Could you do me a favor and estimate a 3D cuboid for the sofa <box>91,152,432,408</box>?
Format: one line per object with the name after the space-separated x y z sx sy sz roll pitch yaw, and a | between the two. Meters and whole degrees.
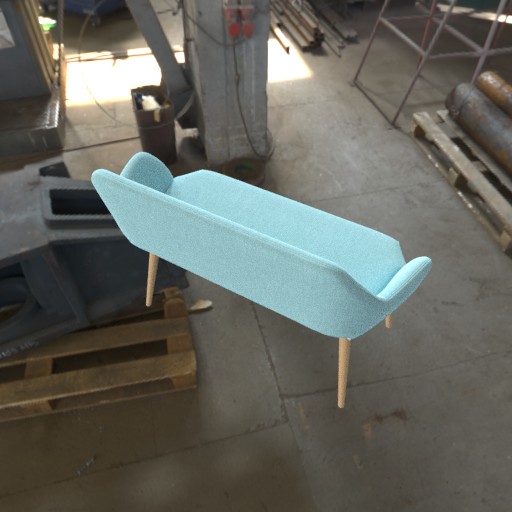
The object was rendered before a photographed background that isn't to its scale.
0.000 0.000 1.644 1.150 0.840 0.610 23 51 20 | sofa
